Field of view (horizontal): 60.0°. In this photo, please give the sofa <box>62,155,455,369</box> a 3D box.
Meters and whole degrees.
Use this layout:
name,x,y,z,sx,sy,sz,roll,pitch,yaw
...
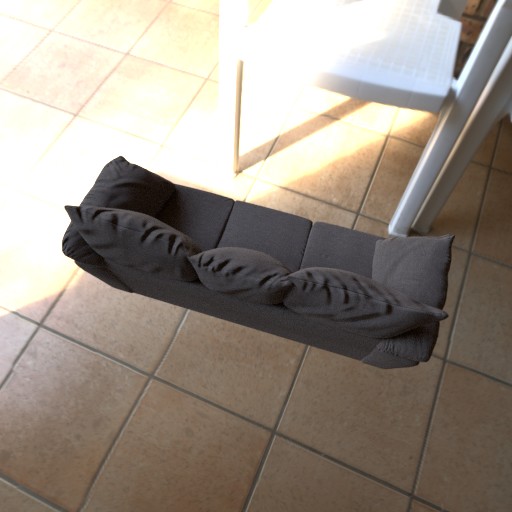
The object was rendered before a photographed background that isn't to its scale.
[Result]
name,x,y,z,sx,sy,sz,roll,pitch,yaw
sofa,0.000,0.000,2.966,2.390,1.043,0.927,16,64,8
